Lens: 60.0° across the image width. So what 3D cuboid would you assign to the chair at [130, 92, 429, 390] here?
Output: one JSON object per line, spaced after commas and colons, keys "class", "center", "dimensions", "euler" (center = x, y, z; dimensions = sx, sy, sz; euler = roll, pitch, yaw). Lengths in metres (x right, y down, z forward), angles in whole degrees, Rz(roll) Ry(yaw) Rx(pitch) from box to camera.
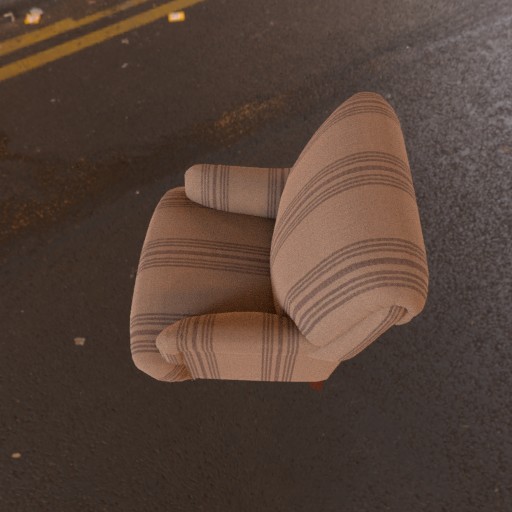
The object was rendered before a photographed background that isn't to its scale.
{"class": "chair", "center": [0.000, 0.000, 1.593], "dimensions": [0.914, 0.940, 0.813], "euler": [2, 58, 1]}
